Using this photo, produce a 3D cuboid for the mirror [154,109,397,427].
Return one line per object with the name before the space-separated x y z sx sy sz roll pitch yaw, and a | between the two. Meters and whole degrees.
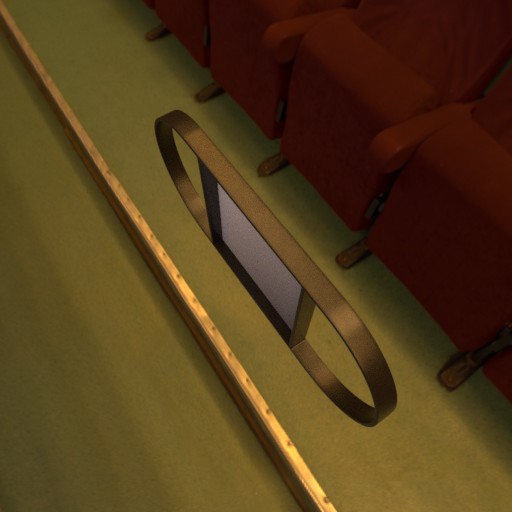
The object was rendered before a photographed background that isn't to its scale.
mirror | 0.000 0.000 0.689 0.032 0.254 0.584 -31 66 -16
